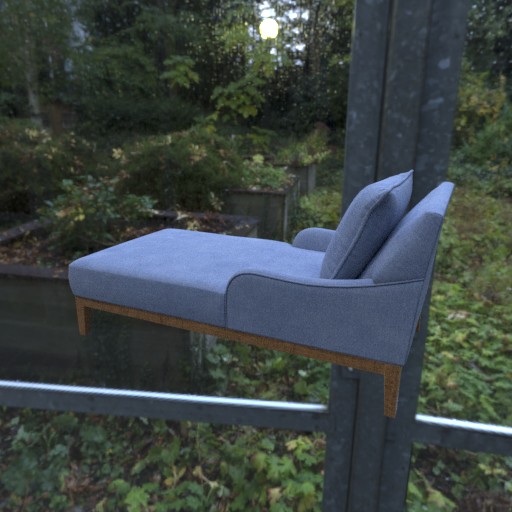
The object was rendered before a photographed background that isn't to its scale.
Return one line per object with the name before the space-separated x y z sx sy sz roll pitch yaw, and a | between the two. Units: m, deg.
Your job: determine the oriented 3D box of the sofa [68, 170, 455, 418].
sofa | 0.000 0.000 2.305 1.779 0.883 0.904 8 19 24
